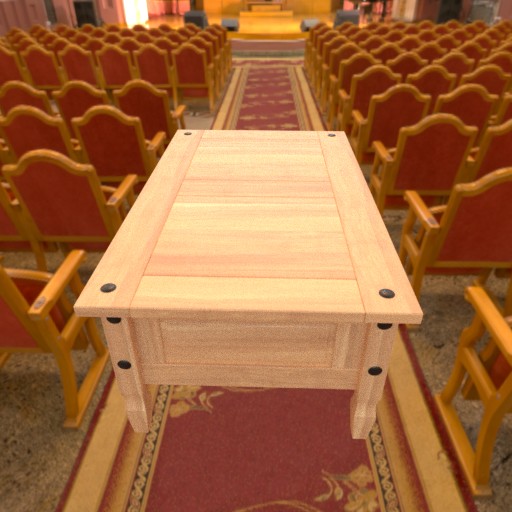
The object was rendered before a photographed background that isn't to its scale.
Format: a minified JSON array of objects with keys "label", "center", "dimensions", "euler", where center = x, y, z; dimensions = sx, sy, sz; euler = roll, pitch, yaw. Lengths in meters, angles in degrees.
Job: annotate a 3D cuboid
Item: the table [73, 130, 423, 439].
[{"label":"table","center":[0.000,0.000,1.292],"dimensions":[0.600,0.437,1.000],"euler":[1,33,2]}]
